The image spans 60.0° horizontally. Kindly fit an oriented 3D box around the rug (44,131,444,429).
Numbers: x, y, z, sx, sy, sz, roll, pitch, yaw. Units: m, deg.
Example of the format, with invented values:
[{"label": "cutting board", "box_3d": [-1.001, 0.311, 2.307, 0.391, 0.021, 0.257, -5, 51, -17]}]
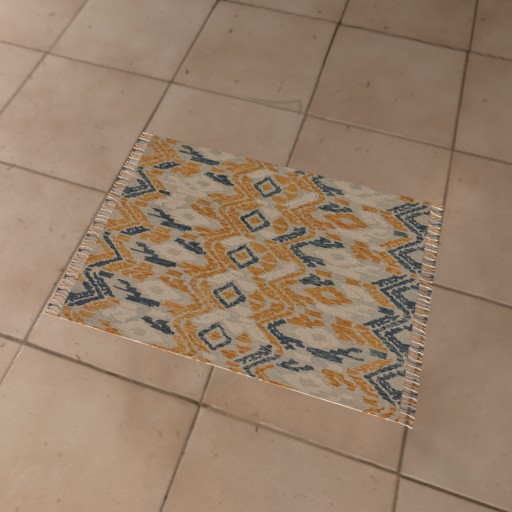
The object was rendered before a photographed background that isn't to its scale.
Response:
[{"label": "rug", "box_3d": [0.000, 0.000, 2.335, 1.827, 0.008, 1.230, 15, 65, 7]}]
